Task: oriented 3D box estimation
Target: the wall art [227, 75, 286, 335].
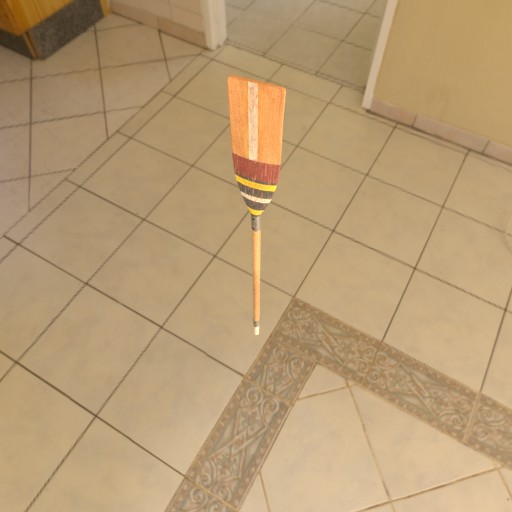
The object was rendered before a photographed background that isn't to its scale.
[{"bbox_3d":[0.000,0.000,1.701,0.146,1.556,0.038,18,60,11],"label":"wall art"}]
